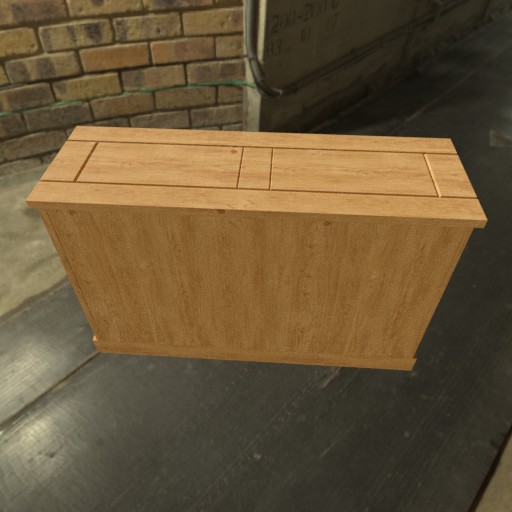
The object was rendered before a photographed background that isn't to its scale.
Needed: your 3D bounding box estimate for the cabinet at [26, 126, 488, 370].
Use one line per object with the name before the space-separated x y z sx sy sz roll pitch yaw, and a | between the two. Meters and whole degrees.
cabinet | 0.000 0.000 1.704 1.321 0.810 0.432 3 46 3
